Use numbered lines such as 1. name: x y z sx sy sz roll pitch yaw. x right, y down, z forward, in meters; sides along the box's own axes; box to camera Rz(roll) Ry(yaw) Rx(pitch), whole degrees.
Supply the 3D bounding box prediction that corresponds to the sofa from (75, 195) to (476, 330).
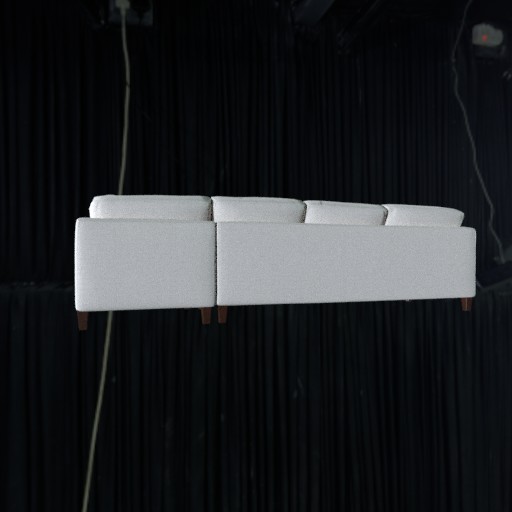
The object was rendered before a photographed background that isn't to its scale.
1. sofa: 0.000 0.000 4.577 3.302 0.947 2.593 0 0 -18
